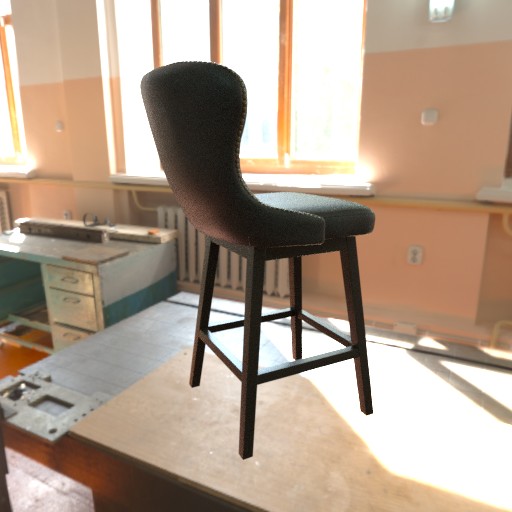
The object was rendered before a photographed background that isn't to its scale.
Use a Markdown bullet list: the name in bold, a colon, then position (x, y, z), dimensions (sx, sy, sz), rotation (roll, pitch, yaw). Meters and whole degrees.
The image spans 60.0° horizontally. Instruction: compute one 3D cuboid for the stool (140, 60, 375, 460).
- **stool**: position (0.000, 0.000, 1.290), dimensions (0.593, 0.971, 0.528), rotation (-7, 16, -27)
